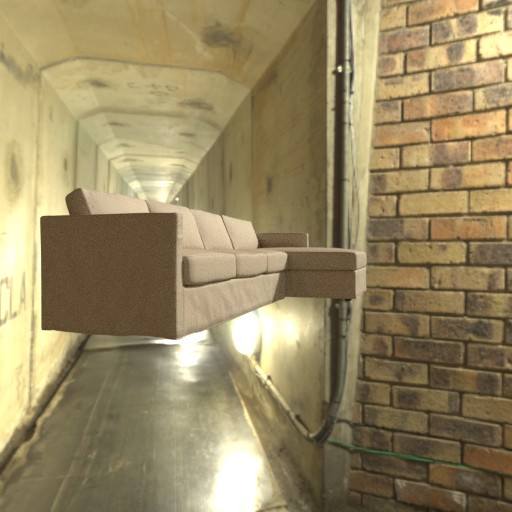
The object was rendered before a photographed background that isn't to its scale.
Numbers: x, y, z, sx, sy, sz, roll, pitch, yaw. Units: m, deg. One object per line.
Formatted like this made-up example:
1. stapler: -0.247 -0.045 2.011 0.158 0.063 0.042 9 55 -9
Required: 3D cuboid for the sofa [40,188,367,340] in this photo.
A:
1. sofa: 0.000 0.000 3.868 1.622 0.871 3.206 0 1 19
